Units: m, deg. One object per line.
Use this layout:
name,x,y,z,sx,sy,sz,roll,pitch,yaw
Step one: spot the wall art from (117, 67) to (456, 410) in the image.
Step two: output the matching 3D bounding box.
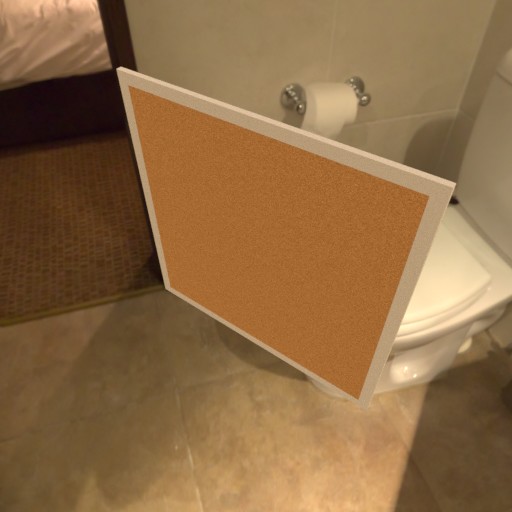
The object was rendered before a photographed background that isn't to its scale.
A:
wall art,0.000,0.000,0.669,0.456,0.457,0.009,27,51,24
